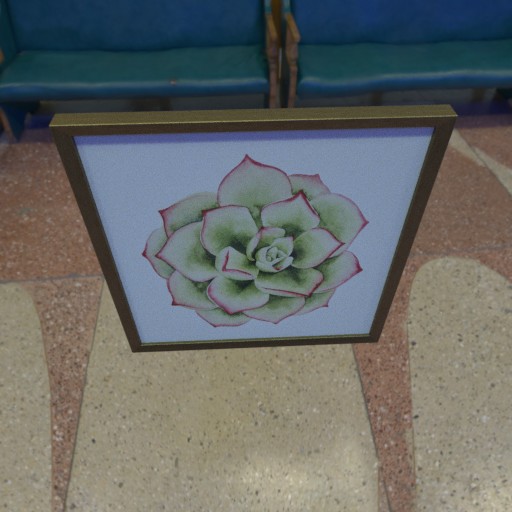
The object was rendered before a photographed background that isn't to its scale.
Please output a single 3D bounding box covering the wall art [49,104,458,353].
[{"bbox_3d":[0.000,0.000,0.735,0.503,0.506,0.031,-2,46,-2],"label":"wall art"}]
